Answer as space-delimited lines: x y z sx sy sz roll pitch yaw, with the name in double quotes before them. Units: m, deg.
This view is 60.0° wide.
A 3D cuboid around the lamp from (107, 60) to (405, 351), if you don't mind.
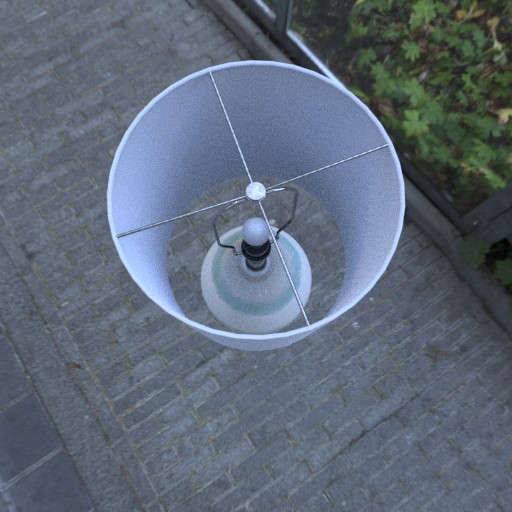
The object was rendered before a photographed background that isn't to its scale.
"lamp" 0.000 0.000 0.518 0.217 0.404 0.217 -19 77 -5
